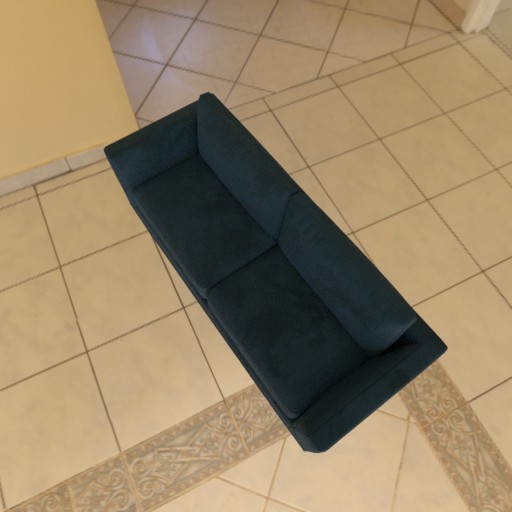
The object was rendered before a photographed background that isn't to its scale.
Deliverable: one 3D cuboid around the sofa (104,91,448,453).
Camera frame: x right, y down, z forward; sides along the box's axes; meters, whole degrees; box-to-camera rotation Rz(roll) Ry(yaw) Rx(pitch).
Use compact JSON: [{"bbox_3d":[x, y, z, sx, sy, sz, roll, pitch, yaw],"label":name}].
[{"bbox_3d":[0.000,0.000,2.761,0.853,0.998,2.212,-33,68,-15],"label":"sofa"}]
